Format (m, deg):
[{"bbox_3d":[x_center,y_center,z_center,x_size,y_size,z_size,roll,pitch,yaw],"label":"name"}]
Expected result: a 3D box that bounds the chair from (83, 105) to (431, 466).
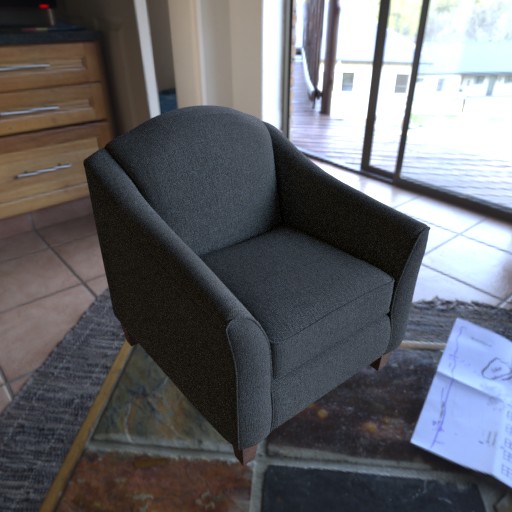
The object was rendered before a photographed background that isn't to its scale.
[{"bbox_3d":[0.000,0.000,1.445,0.763,0.839,0.787,-21,36,-33],"label":"chair"}]
